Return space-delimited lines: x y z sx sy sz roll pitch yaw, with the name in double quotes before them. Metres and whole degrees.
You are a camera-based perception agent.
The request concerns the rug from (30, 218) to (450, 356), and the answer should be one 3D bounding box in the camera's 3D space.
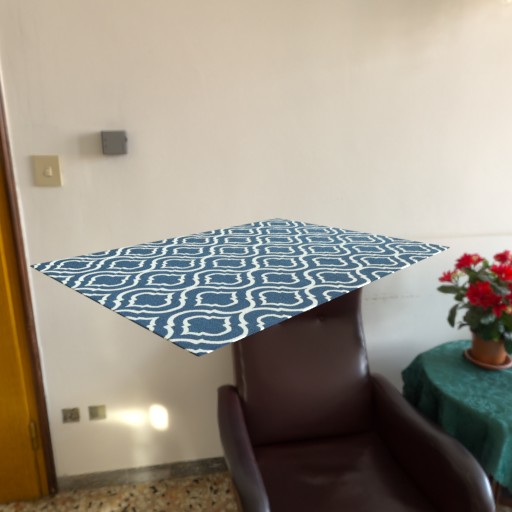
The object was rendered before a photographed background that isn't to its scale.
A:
"rug" 0.000 0.000 4.330 2.438 0.010 3.353 14 21 43
